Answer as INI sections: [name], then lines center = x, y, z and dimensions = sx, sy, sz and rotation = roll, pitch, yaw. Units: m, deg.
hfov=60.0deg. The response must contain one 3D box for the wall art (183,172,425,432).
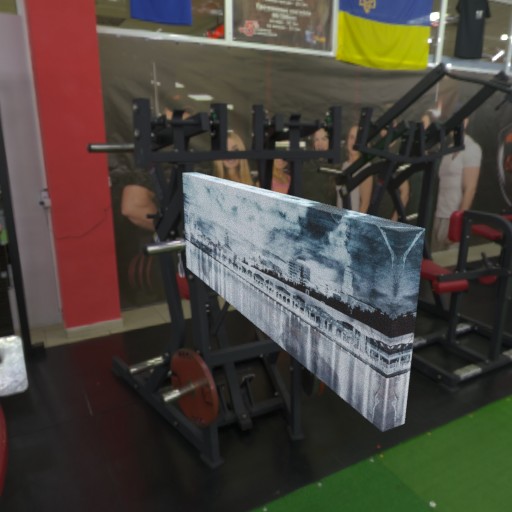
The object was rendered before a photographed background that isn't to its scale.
[wall art]
center = 0.000, 0.000, 0.841
dimensions = 0.037, 0.251, 0.759
rotation = -8, 18, -26
